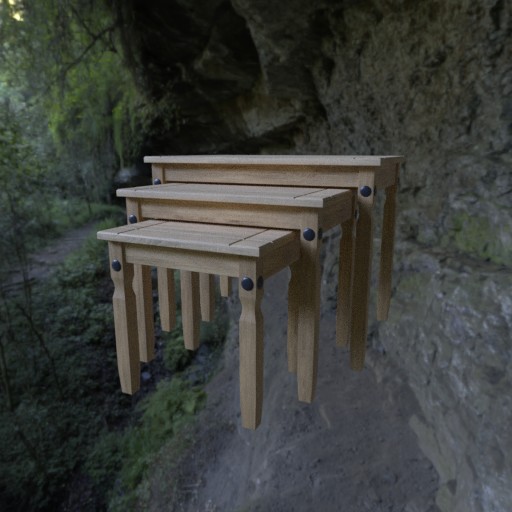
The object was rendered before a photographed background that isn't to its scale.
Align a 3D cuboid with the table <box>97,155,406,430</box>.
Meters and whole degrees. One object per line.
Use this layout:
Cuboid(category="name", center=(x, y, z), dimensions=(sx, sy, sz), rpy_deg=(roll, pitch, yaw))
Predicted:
Cuboid(category="table", center=(0.000, 0.000, 1.226), dimensions=(0.660, 0.535, 0.773), rpy_deg=(6, 15, 25))
